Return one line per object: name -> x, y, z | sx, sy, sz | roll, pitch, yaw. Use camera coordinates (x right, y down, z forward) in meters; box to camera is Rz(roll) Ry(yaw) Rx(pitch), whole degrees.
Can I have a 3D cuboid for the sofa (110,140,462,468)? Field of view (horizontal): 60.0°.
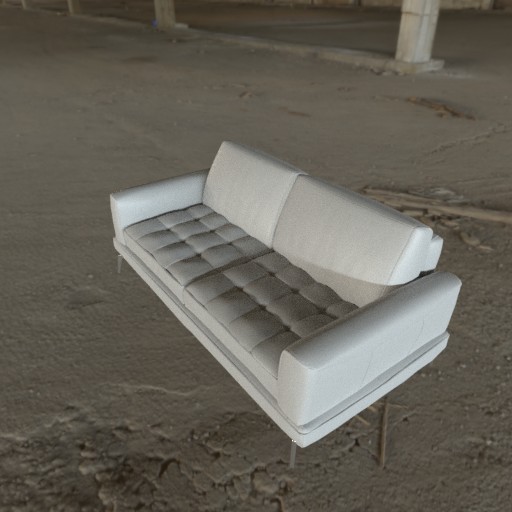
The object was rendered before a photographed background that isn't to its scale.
sofa -> 0.000, 0.000, 2.759 | 1.121, 0.930, 2.177 | -21, 38, -30
